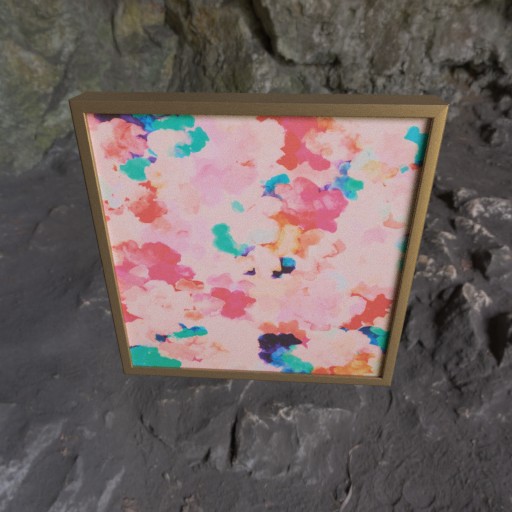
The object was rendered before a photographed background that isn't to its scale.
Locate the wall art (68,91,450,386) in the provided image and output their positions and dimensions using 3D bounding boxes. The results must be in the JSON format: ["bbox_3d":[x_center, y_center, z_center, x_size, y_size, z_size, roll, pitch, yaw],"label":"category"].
[{"bbox_3d":[0.000,0.000,0.445,0.304,0.305,0.038,2,30,3],"label":"wall art"}]
